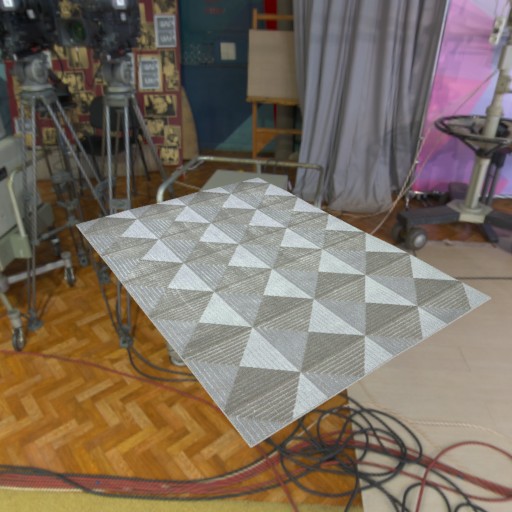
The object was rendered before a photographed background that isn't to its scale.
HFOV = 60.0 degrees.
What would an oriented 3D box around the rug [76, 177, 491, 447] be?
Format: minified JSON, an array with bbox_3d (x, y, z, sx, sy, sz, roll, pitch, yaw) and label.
[{"bbox_3d":[0.000,0.000,4.235,2.428,0.027,3.333,-20,36,-30],"label":"rug"}]
